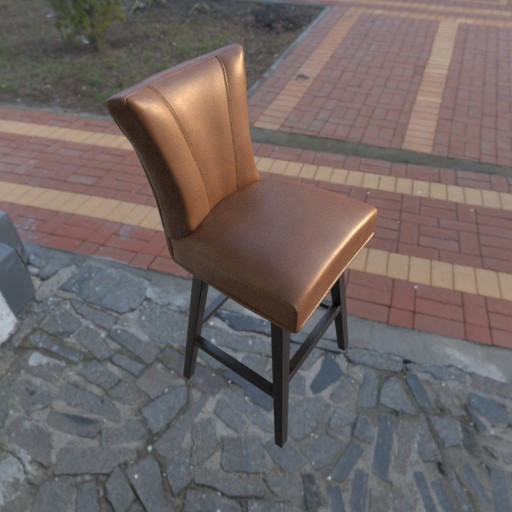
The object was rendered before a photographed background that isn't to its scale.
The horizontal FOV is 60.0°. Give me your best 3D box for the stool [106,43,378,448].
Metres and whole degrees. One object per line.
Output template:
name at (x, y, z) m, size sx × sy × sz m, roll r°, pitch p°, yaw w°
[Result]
stool at (0.000, 0.000, 1.422) m, size 0.585 × 1.094 × 0.522 m, roll 25°, pitch 48°, yaw 25°
